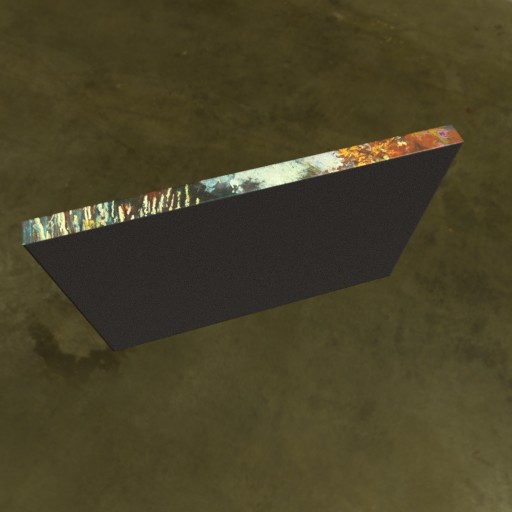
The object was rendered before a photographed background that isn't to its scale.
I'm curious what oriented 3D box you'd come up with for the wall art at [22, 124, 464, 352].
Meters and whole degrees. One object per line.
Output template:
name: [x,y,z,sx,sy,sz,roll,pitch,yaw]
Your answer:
wall art: [0.000,0.000,0.773,0.610,0.406,0.037,-14,60,-8]
